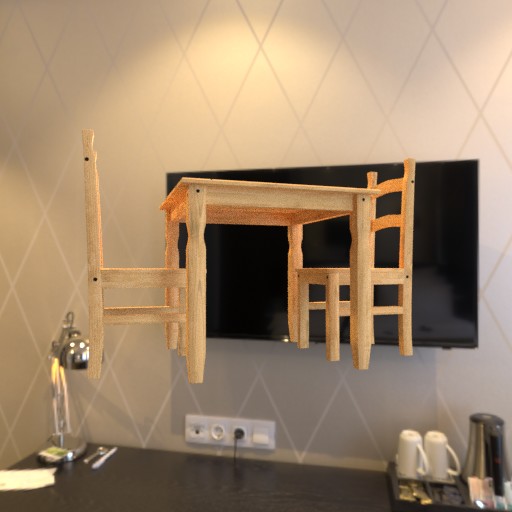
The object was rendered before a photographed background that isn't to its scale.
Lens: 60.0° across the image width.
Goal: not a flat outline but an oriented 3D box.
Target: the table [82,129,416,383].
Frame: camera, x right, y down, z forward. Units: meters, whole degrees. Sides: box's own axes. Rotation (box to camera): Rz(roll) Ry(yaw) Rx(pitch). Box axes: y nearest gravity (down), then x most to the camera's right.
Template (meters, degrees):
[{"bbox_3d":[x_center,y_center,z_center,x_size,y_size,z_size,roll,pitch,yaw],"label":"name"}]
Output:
[{"bbox_3d":[0.000,0.000,2.068,1.501,0.942,0.813,0,-1,-18],"label":"table"}]
